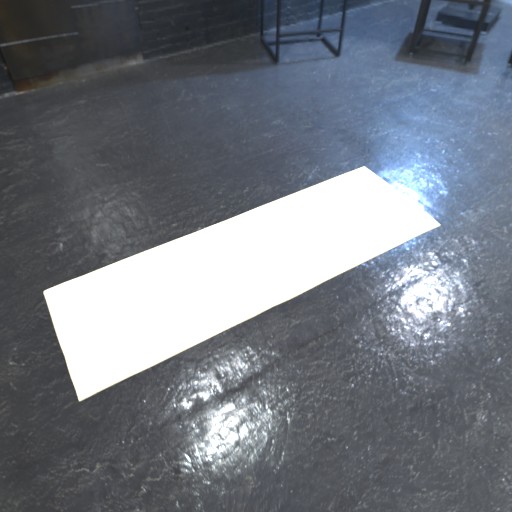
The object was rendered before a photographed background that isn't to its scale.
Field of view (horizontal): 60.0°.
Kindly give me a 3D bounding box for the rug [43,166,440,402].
[{"bbox_3d":[0.000,0.000,2.793,2.450,0.014,0.793,-23,51,-20],"label":"rug"}]
